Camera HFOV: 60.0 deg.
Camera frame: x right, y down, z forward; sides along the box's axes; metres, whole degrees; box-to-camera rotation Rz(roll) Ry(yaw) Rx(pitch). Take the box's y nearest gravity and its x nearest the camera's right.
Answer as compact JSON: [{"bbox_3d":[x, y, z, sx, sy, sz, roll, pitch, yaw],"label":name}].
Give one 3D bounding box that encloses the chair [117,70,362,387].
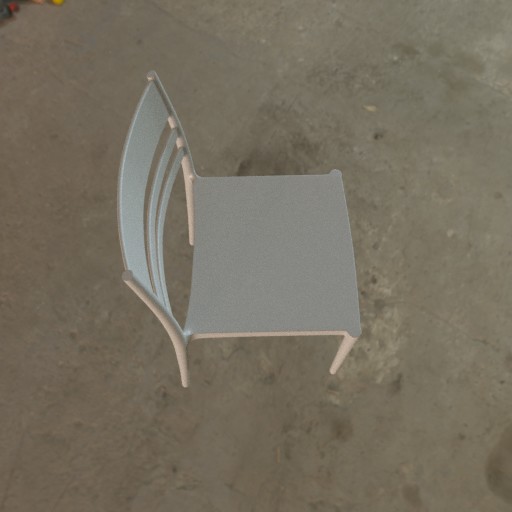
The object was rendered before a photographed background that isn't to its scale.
[{"bbox_3d":[0.000,0.000,1.169,0.511,0.800,0.531,-1,64,0],"label":"chair"}]
